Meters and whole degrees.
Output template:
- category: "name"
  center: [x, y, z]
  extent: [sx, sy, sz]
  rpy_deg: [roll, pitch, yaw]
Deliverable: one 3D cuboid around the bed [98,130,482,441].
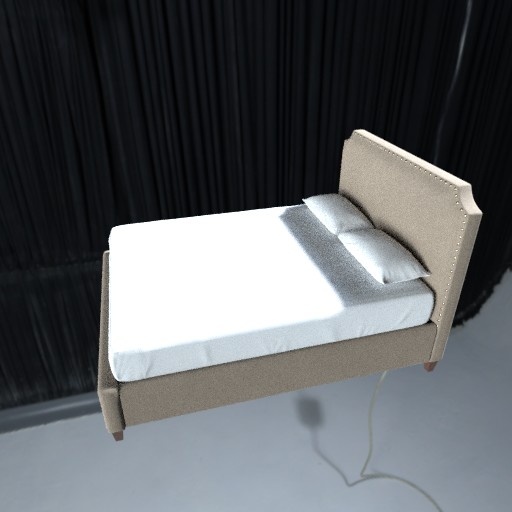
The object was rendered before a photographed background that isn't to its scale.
- category: "bed"
  center: [0.000, 0.000, 3.351]
  extent: [2.329, 1.415, 1.703]
  rpy_deg: [-8, 31, -13]
